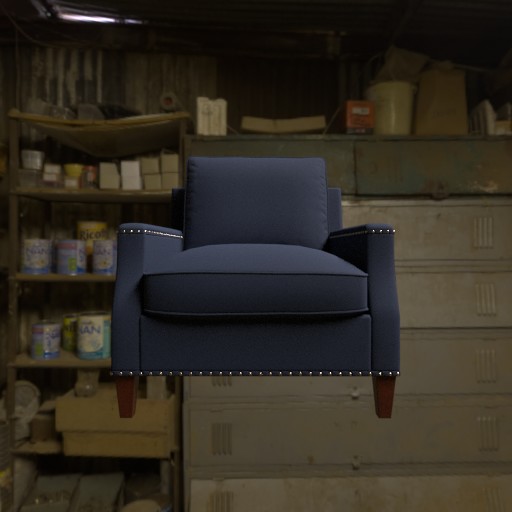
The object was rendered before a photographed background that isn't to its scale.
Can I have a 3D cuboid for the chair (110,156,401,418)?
[{"bbox_3d":[0.000,0.000,1.755,0.853,0.943,1.014,0,1,0],"label":"chair"}]
